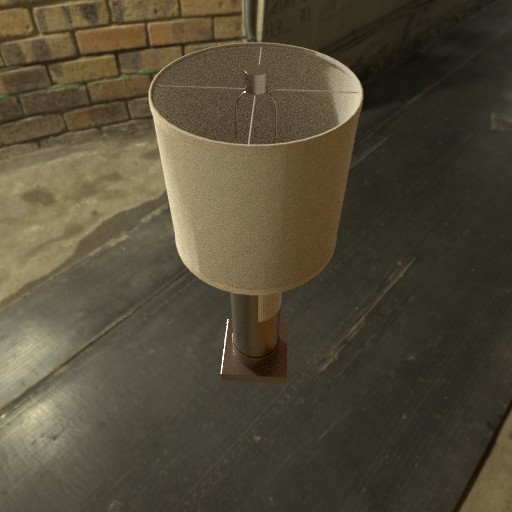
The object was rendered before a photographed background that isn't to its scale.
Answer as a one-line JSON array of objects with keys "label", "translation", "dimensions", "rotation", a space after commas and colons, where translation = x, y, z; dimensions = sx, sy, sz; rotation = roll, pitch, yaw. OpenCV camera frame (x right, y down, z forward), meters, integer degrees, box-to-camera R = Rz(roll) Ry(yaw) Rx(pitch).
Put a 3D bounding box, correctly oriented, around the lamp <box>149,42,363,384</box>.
[{"label": "lamp", "translation": [0.000, 0.000, 0.597], "dimensions": [0.202, 0.509, 0.202], "rotation": [3, 48, 2]}]
